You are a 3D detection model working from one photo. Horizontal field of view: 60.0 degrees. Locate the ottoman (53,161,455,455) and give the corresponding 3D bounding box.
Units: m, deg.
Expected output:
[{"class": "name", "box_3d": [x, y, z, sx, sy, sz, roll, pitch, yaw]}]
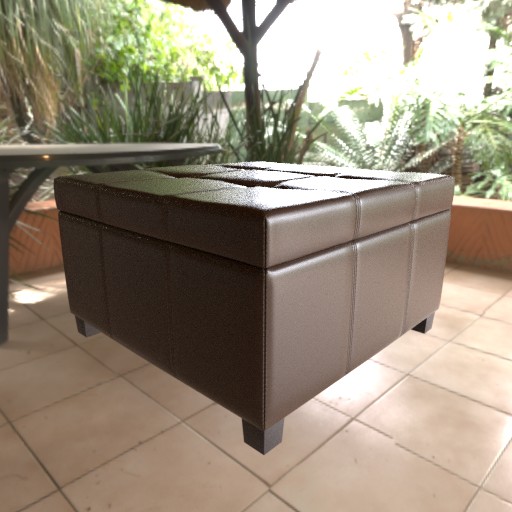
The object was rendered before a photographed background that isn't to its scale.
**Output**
[{"class": "ottoman", "box_3d": [0.000, 0.000, 1.253, 0.788, 0.460, 0.787, 15, 22, 42]}]
